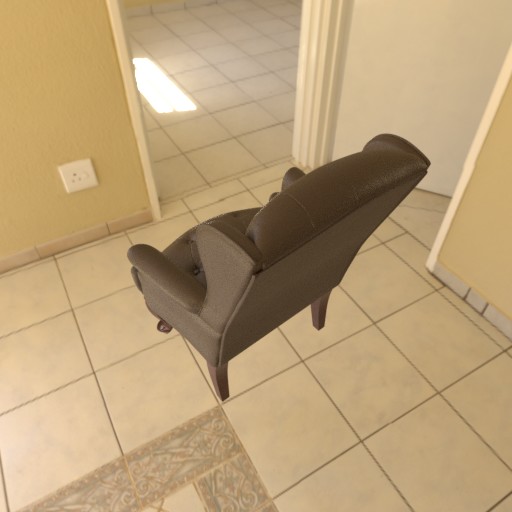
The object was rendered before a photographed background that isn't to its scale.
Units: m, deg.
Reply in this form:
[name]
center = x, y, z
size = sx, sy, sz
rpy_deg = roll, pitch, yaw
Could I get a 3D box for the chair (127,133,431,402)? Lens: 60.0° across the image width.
[chair]
center = 0.000, 0.000, 1.695
size = 0.829, 1.132, 0.819
rpy_deg = -30, 53, -26
